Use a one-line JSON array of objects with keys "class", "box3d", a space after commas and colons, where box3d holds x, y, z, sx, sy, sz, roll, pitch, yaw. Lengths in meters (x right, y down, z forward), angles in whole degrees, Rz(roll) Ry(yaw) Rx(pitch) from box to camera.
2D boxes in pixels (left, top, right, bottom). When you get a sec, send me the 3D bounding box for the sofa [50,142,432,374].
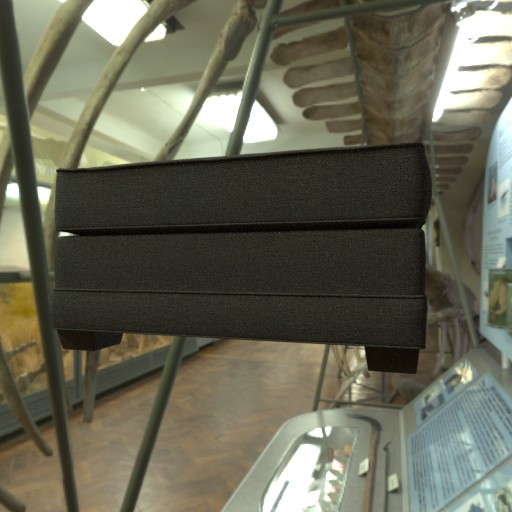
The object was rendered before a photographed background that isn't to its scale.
[{"class": "sofa", "box3d": [0.000, 0.000, 1.193, 0.854, 0.457, 0.578, 0, -1, 18]}]
